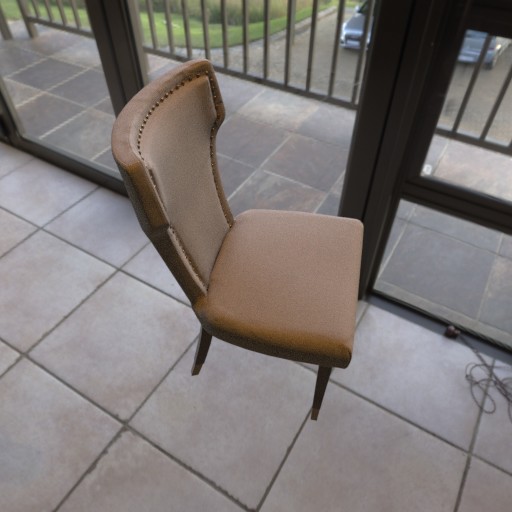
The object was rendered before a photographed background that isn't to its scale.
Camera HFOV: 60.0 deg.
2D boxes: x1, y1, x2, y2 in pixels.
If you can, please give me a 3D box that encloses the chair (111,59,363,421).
[{"bbox_3d":[0.000,0.000,1.329,0.630,0.950,0.526,9,48,8],"label":"chair"}]
